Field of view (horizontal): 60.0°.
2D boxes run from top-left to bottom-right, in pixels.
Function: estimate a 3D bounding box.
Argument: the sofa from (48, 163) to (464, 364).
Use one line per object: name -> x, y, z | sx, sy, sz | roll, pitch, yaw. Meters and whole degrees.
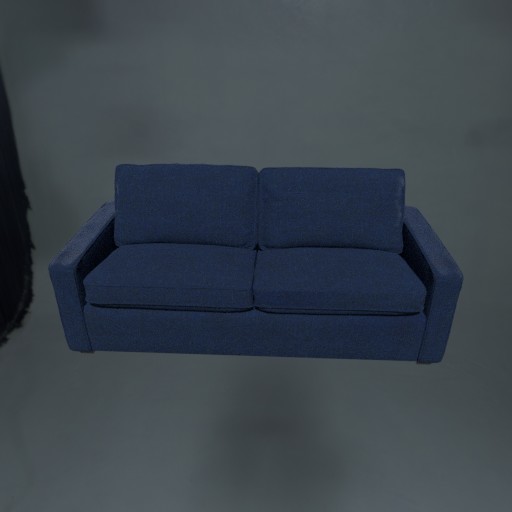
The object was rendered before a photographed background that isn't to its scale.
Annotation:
sofa -> 0.000, 0.000, 2.617 | 2.080, 0.919, 0.940 | 1, 29, 2
